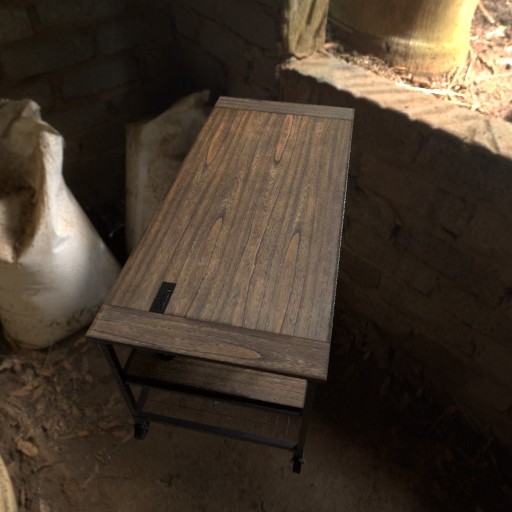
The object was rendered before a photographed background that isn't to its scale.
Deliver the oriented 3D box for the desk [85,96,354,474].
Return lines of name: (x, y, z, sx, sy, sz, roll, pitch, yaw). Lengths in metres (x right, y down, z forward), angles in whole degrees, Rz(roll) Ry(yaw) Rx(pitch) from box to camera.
desk: (0.000, 0.000, 2.056, 0.711, 0.751, 1.590, 8, 46, 8)
